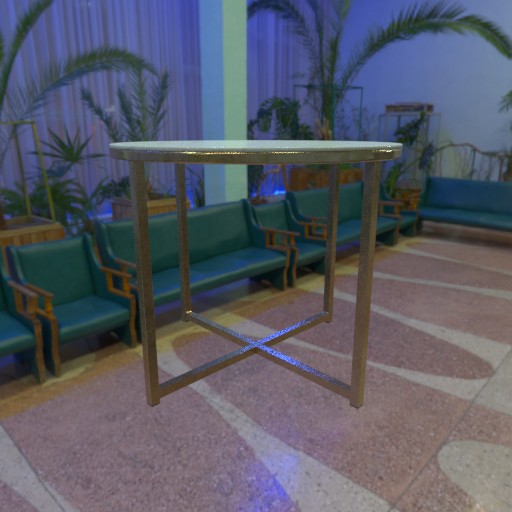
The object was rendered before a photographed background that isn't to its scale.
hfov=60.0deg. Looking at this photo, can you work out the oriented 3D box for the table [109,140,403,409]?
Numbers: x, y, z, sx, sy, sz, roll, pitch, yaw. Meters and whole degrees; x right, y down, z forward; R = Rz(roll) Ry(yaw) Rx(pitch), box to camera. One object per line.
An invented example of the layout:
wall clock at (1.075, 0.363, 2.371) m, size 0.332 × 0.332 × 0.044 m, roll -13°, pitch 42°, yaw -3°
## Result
table at (0.000, 0.000, 0.849) m, size 0.500 × 0.420 × 0.500 m, roll 0°, pitch 16°, yaw 0°
